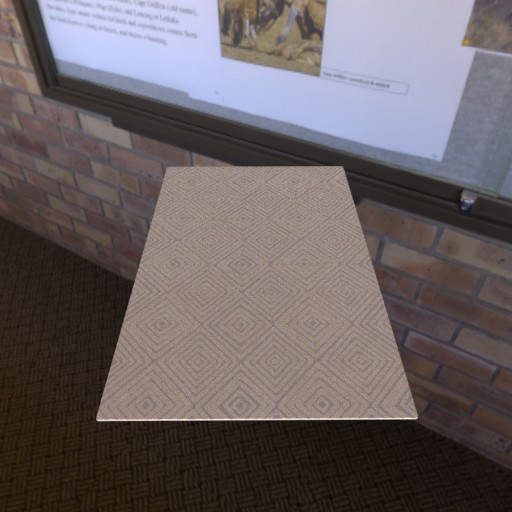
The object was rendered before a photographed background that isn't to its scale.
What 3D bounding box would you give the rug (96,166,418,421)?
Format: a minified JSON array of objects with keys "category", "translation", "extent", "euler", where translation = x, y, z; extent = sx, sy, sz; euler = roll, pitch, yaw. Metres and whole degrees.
[{"category":"rug","translation":[0.000,0.000,2.229],"extent":[1.143,0.008,1.753],"euler":[0,41,0]}]
